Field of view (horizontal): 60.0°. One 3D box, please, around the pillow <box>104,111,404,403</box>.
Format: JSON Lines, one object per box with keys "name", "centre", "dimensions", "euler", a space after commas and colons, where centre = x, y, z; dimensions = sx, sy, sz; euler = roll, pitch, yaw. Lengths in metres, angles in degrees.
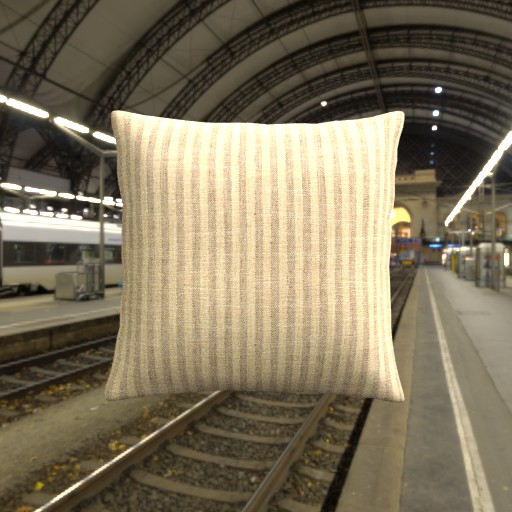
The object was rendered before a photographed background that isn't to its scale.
{"name": "pillow", "centre": [0.000, 0.000, 0.776], "dimensions": [0.523, 0.510, 0.166], "euler": [0, 0, -1]}
